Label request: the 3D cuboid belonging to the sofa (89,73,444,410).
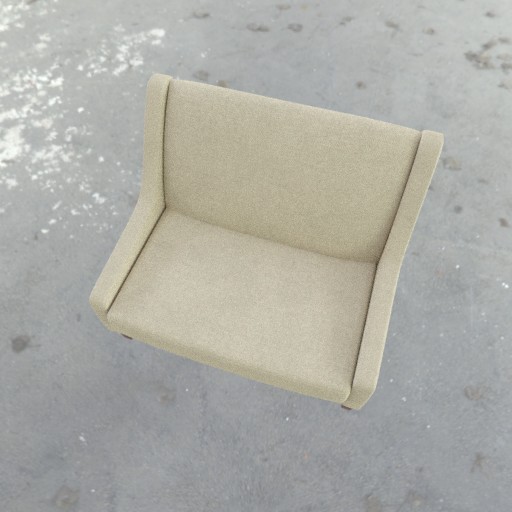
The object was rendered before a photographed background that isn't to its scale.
[{"bbox_3d":[0.000,0.000,1.936,1.212,0.976,0.946,15,59,10],"label":"sofa"}]
